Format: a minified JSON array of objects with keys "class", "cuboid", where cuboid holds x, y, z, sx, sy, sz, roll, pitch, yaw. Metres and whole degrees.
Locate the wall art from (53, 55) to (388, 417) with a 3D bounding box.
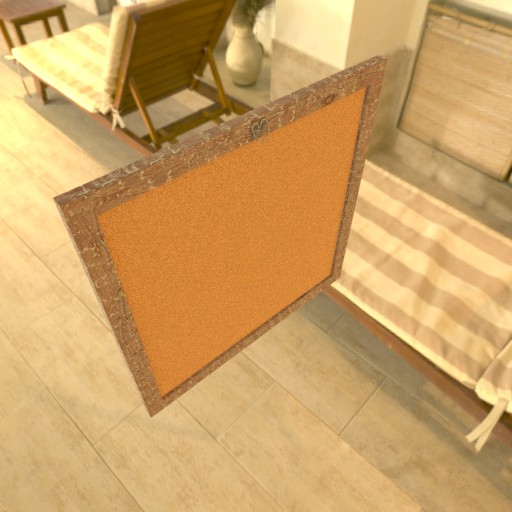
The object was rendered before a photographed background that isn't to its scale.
[{"class":"wall art","cuboid":[0.000,0.000,0.548,0.380,0.380,0.022,-32,55,-26]}]
